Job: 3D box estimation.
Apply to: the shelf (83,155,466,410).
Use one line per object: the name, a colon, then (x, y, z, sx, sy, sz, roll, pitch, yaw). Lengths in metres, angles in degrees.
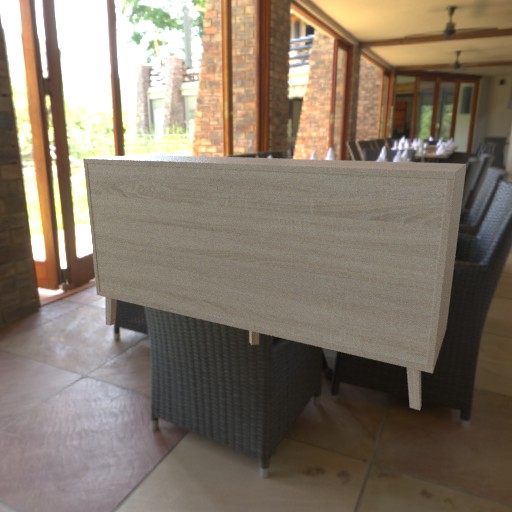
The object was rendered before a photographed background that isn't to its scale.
shelf: (0.000, 0.000, 1.852, 1.490, 0.780, 0.400, 8, 17, 27)
